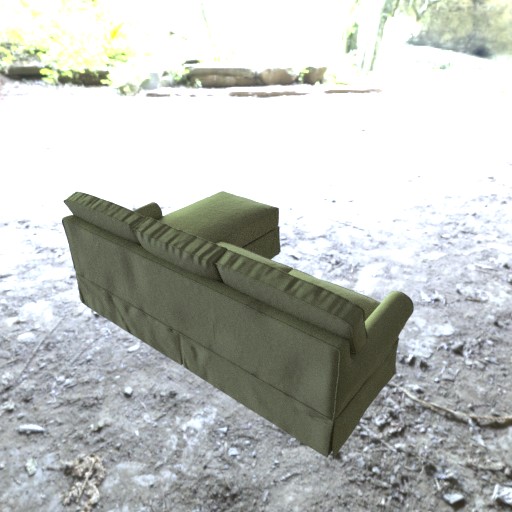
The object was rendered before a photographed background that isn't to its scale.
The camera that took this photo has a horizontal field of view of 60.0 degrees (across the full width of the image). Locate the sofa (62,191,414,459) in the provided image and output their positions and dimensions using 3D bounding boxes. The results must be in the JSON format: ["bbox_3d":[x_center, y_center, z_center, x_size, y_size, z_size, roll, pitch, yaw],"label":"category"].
[{"bbox_3d":[0.000,0.000,3.416,2.475,0.978,1.733,21,36,33],"label":"sofa"}]
